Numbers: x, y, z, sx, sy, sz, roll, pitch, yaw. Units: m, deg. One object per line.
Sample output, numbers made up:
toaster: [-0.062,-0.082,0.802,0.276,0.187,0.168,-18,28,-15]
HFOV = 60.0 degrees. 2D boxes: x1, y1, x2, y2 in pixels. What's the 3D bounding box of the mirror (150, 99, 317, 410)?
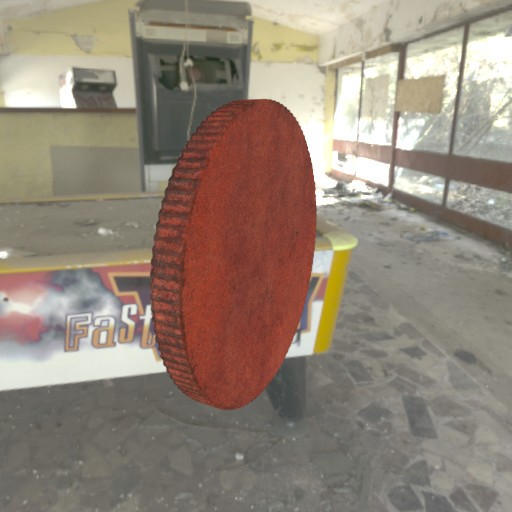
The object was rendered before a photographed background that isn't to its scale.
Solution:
mirror: [0.000,0.000,0.913,0.056,0.609,0.609,8,19,25]
